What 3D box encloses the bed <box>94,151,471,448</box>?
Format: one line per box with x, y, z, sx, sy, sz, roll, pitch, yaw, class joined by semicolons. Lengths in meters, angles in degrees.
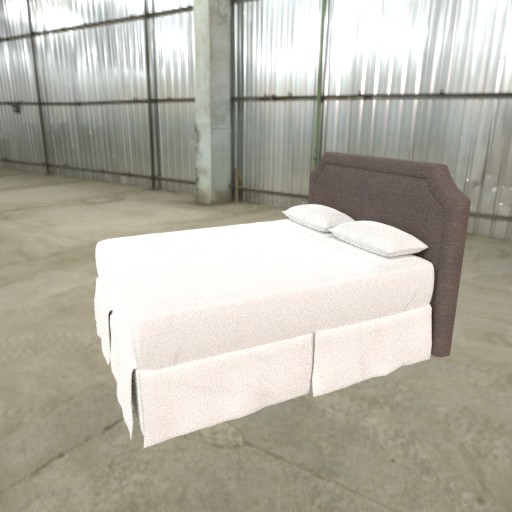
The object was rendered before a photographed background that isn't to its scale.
0.000;0.000;3.097;2.116;1.290;1.693;-8;19;-24;bed
